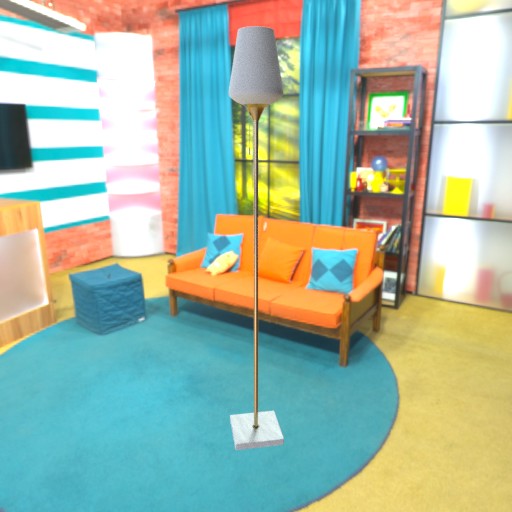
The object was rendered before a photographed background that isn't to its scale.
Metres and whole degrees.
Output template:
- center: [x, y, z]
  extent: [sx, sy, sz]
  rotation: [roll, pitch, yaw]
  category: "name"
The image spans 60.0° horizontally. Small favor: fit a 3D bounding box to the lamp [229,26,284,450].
- center: [0.000, 0.000, 1.959]
  extent: [0.232, 1.813, 0.229]
  rotation: [-3, 16, -9]
  category: "lamp"
